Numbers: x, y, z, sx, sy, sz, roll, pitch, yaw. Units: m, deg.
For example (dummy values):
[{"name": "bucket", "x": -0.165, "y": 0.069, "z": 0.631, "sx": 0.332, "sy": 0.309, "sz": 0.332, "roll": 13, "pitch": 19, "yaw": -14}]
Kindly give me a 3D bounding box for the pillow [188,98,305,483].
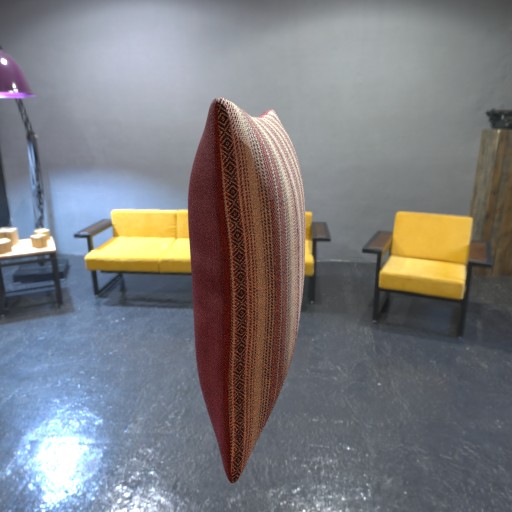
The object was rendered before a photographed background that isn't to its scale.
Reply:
[{"name": "pillow", "x": 0.000, "y": 0.000, "z": 0.772, "sx": 0.166, "sy": 0.497, "sz": 0.513, "roll": 2, "pitch": 17, "yaw": 8}]
